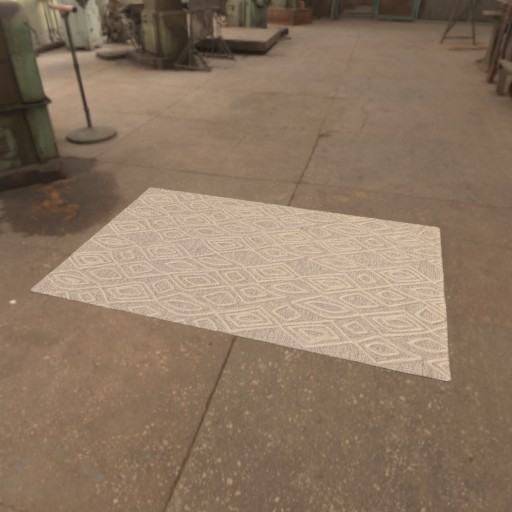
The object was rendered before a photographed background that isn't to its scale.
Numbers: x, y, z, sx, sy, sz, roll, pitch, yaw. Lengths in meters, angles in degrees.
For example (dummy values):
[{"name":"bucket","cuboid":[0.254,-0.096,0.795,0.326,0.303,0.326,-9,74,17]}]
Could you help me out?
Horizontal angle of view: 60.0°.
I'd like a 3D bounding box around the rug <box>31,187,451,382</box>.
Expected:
[{"name":"rug","cuboid":[0.000,0.000,3.036,2.442,0.010,1.546,10,35,14]}]
